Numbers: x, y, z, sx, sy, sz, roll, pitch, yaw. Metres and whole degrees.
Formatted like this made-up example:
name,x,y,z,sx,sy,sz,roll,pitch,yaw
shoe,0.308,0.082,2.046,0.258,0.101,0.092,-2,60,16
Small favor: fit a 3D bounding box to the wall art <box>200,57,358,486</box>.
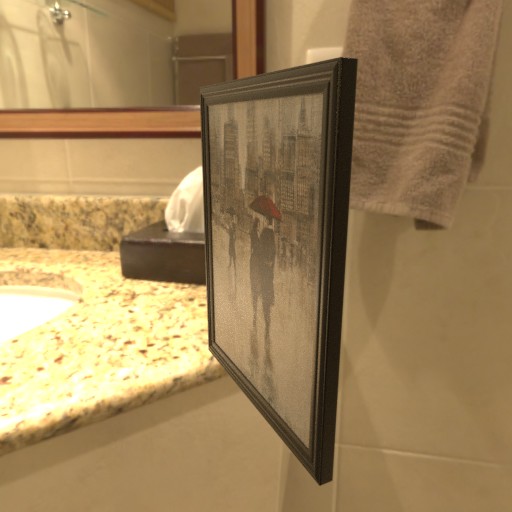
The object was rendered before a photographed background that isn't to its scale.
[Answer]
name,x,y,z,sx,sy,sz,roll,pitch,yaw
wall art,0.000,0.000,1.585,0.053,1.194,0.950,-8,18,-25
